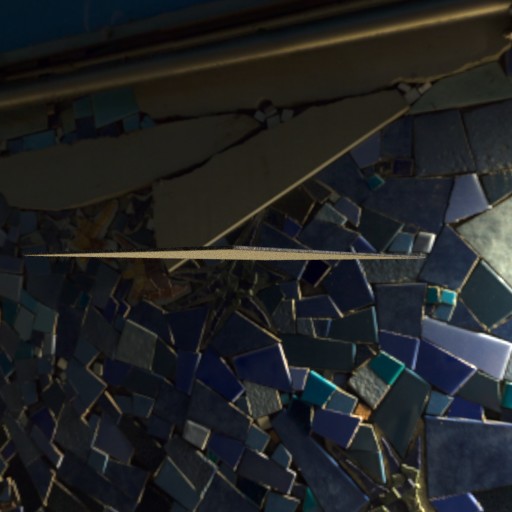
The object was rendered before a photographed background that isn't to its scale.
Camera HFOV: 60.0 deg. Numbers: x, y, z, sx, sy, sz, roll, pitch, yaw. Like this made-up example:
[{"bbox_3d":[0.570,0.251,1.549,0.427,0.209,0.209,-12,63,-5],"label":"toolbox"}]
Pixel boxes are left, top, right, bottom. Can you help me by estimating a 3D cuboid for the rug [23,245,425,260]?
[{"bbox_3d":[0.000,0.000,2.214,1.158,0.013,1.752,-1,-2,37],"label":"rug"}]
